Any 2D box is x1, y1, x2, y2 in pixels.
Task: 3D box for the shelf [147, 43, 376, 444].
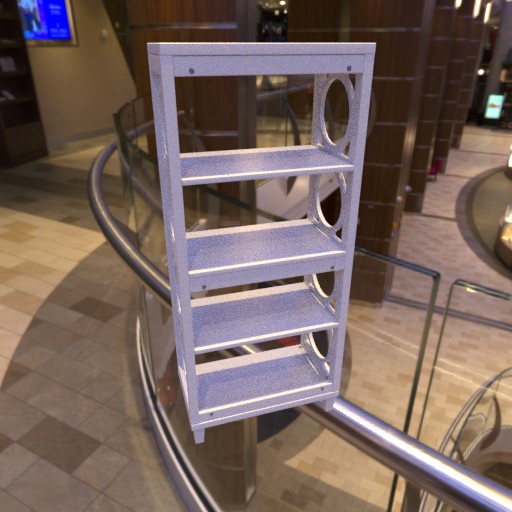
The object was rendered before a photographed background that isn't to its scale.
[{"bbox_3d":[0.000,0.000,1.628,0.611,1.411,0.340,-8,27,-16],"label":"shelf"}]
